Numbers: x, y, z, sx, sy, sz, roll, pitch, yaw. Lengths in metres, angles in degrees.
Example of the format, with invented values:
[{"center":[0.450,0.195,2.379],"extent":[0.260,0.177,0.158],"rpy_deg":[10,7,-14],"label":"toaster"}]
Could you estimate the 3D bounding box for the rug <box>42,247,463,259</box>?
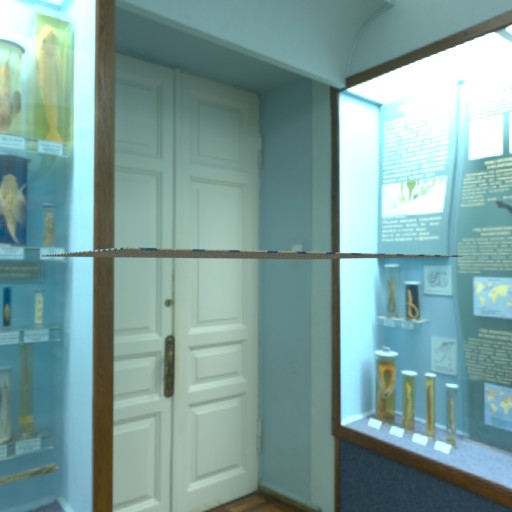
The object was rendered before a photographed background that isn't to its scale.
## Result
[{"center":[0.000,0.000,2.315],"extent":[1.830,0.008,1.225],"rpy_deg":[1,-1,-36],"label":"rug"}]
